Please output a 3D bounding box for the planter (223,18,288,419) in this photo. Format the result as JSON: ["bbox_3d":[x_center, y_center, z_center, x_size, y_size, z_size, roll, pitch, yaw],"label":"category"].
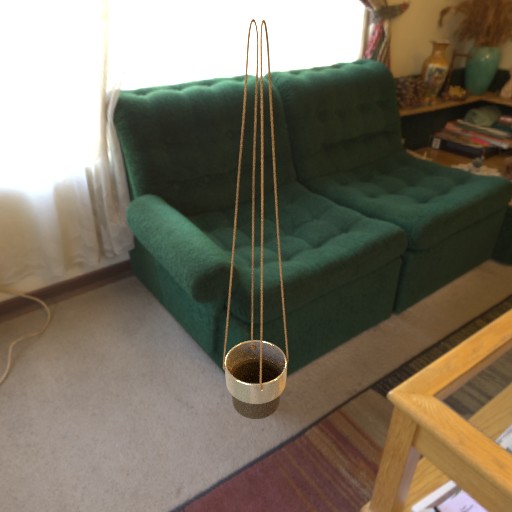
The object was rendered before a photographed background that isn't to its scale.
[{"bbox_3d":[0.000,0.000,1.136,0.187,1.073,0.187,21,37,31],"label":"planter"}]
